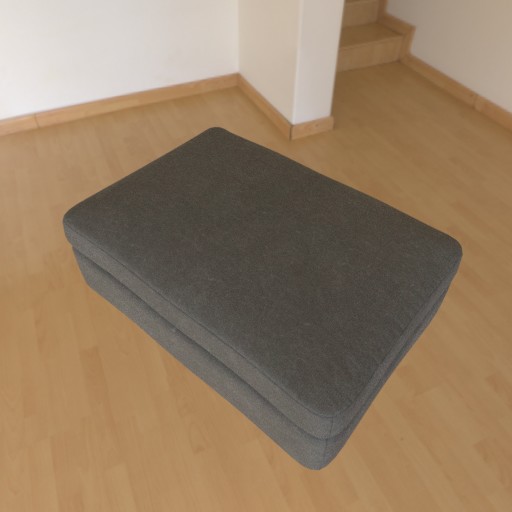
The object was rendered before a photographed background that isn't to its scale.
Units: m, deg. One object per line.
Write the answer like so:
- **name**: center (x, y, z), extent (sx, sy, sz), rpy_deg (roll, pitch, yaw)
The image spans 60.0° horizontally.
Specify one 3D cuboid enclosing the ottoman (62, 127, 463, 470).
- **ottoman**: center (0.000, 0.000, 1.616), extent (1.199, 0.429, 0.840), rpy_deg (32, 54, 27)
